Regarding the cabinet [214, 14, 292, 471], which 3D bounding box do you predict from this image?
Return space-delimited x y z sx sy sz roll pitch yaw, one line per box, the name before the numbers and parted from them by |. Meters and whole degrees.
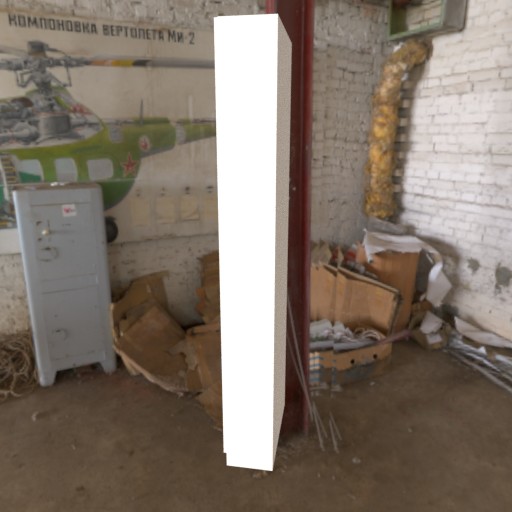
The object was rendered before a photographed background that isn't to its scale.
cabinet | 0.000 0.000 1.944 0.230 1.790 0.500 3 16 9
